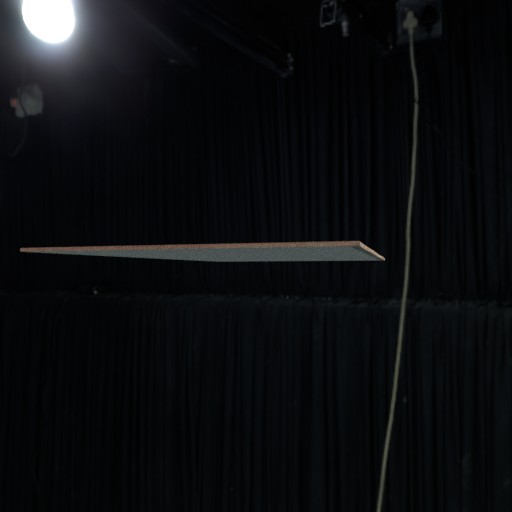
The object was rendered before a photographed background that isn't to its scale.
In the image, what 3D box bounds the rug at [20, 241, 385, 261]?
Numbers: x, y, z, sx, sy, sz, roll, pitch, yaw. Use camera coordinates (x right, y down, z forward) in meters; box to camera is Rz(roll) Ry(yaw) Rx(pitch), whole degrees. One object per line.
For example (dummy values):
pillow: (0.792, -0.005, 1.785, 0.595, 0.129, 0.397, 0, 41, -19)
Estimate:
rug: (0.000, 0.000, 2.295, 1.219, 0.014, 1.829, -1, -2, 18)
